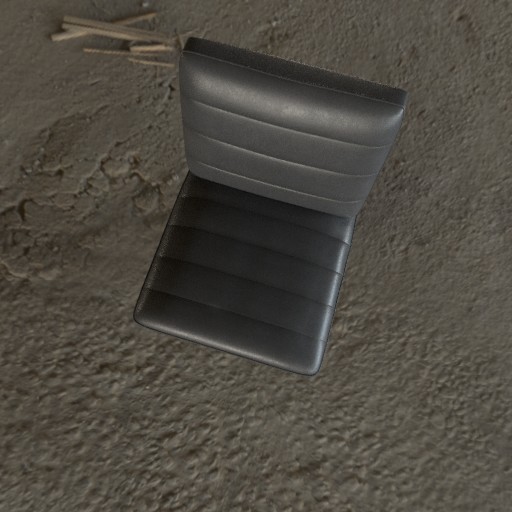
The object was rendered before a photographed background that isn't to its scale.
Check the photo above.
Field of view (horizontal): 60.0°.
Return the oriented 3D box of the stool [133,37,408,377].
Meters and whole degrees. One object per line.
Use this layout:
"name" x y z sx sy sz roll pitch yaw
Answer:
"stool" 0.000 0.000 1.216 0.457 0.938 0.552 16 75 4
